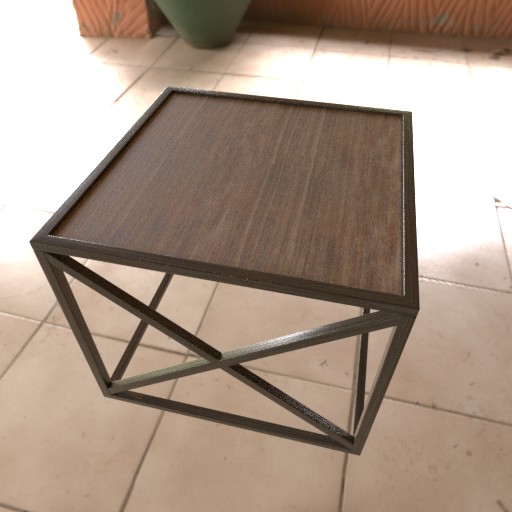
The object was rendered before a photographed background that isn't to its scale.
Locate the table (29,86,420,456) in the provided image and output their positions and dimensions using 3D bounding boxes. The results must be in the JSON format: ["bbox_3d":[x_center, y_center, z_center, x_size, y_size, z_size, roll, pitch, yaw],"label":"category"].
[{"bbox_3d":[0.000,0.000,1.054,0.611,0.507,0.609,9,45,9],"label":"table"}]
